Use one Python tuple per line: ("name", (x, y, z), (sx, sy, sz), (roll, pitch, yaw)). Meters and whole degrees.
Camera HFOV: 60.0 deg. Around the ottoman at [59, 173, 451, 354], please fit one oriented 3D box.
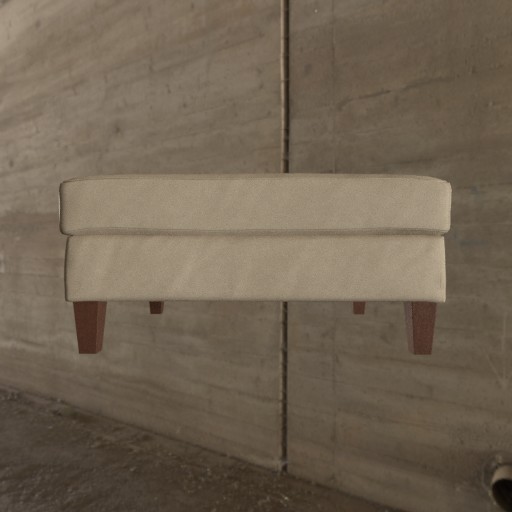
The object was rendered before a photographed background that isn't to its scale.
("ottoman", (0.000, 0.000, 1.506), (1.002, 0.492, 0.836), (0, 1, 1))
